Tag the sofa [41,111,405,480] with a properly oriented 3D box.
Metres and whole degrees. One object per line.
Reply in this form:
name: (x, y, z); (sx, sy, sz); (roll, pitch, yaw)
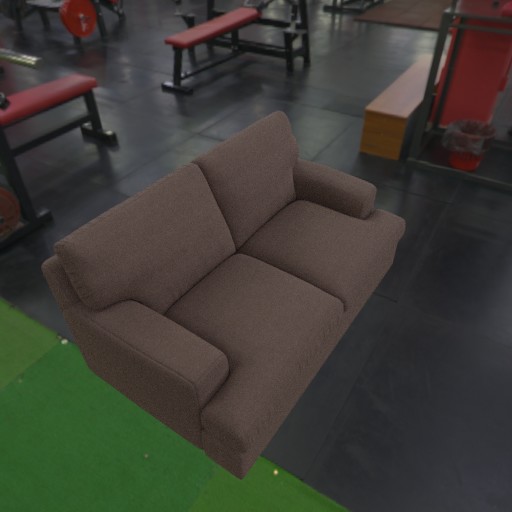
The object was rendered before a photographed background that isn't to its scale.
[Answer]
sofa: (0.000, 0.000, 2.493); (1.140, 0.950, 1.869); (24, 46, 26)
